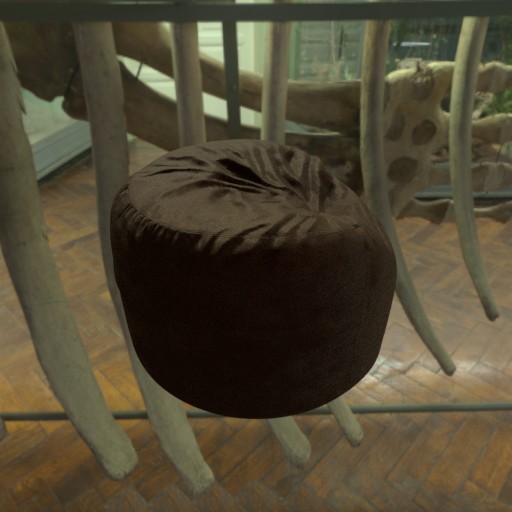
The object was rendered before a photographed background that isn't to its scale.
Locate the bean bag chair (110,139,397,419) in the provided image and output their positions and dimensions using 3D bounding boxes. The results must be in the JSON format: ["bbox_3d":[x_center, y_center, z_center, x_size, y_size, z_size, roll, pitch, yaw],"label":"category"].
[{"bbox_3d":[0.000,0.000,1.492,0.918,0.616,0.918,0,32,0],"label":"bean bag chair"}]
